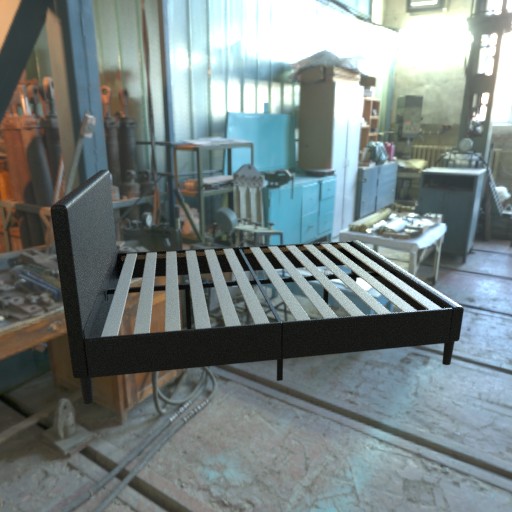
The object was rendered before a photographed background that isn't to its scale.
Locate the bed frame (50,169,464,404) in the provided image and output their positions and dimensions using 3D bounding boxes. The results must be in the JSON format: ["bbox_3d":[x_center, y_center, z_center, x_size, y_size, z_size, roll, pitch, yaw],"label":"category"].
[{"bbox_3d":[0.000,0.000,3.253,2.318,1.127,1.634,-3,17,-10],"label":"bed frame"}]
